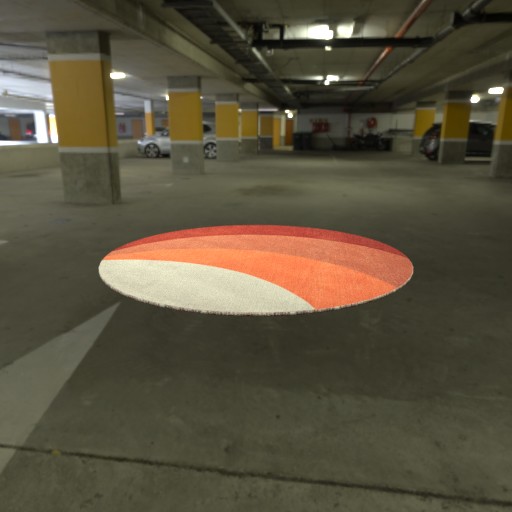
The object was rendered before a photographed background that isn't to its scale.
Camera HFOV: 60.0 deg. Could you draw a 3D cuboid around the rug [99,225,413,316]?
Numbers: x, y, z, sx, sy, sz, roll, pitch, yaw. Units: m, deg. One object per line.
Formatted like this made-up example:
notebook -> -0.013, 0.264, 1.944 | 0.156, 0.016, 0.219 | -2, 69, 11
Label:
rug -> 0.000, 0.000, 2.253 | 1.514, 0.015, 1.514 | 0, 16, 0
